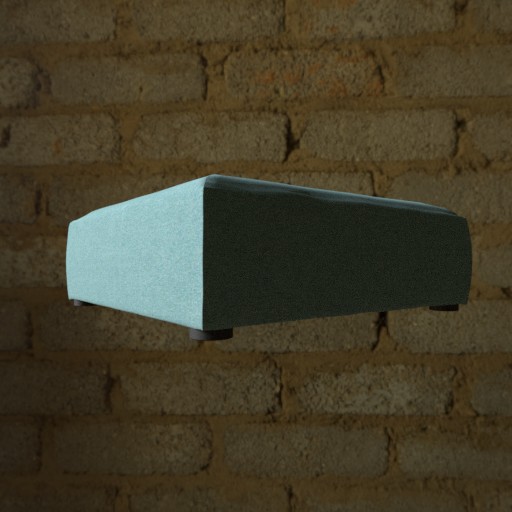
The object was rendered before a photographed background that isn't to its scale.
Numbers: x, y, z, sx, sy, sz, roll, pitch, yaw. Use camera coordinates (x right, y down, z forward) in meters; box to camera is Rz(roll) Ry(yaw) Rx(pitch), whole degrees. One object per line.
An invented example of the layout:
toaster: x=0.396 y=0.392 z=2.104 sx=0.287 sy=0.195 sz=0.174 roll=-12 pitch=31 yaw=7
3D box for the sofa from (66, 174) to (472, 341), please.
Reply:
sofa: x=0.000 y=0.000 z=1.426 sx=0.930 sy=0.330 sz=0.930 roll=1 pitch=-1 yaw=-37
